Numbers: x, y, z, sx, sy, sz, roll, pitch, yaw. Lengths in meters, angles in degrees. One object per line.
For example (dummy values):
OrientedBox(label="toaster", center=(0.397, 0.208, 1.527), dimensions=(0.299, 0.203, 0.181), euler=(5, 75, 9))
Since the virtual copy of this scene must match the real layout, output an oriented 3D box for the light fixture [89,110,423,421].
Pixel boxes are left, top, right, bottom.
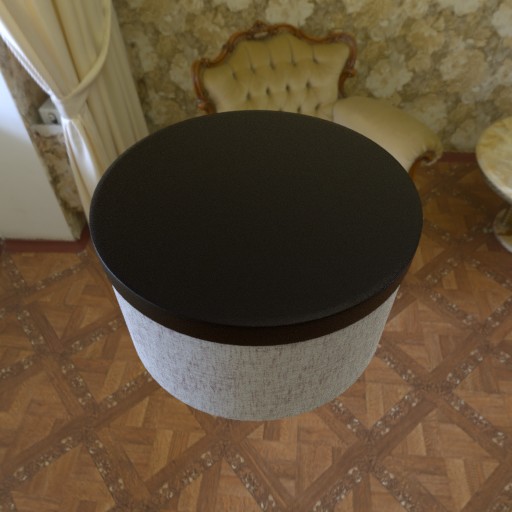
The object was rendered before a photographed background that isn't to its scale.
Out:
OrientedBox(label="light fixture", center=(0.000, 0.000, 0.614), dimensions=(0.389, 0.229, 0.389), euler=(0, 47, 0))
